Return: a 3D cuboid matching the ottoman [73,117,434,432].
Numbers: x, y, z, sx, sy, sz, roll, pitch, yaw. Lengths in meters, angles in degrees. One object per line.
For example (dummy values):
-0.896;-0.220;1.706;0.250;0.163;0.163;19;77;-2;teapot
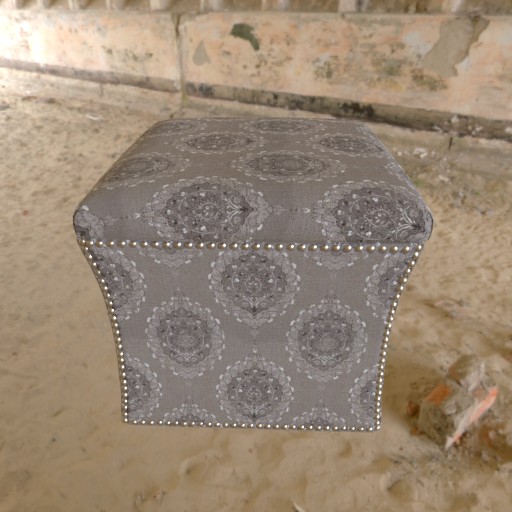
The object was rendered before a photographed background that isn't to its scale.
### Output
0.000;0.000;0.891;0.507;0.473;0.497;1;30;2;ottoman
